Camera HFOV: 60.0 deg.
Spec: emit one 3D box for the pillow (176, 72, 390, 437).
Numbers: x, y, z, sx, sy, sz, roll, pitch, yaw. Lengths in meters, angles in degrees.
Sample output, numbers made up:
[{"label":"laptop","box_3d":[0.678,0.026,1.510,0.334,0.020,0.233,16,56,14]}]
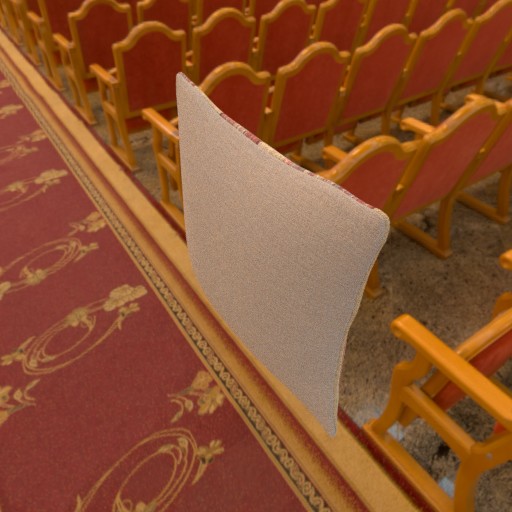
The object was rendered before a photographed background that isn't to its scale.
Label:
[{"label":"pillow","box_3d":[0.000,0.000,0.665,0.136,0.419,0.437,-24,47,-24]}]
